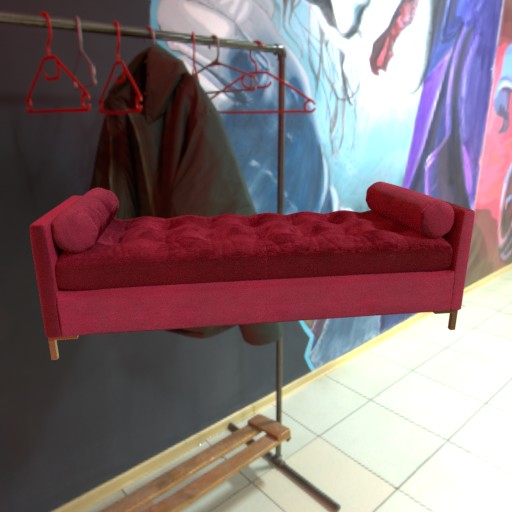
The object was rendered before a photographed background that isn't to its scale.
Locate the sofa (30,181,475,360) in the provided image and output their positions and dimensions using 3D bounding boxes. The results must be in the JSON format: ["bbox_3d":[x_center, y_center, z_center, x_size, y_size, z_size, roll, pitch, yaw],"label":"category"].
[{"bbox_3d":[0.000,0.000,2.476,2.102,0.705,0.796,-3,17,-8],"label":"sofa"}]
